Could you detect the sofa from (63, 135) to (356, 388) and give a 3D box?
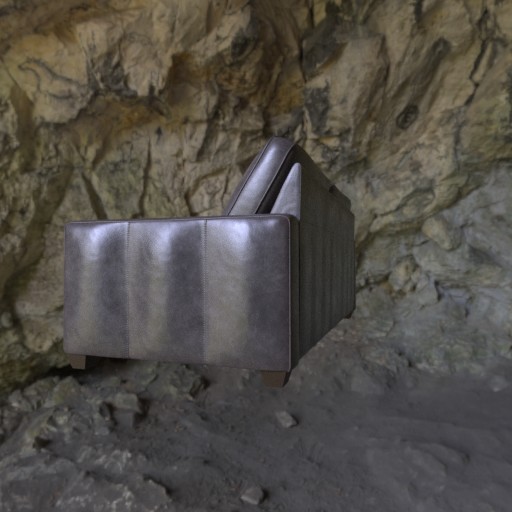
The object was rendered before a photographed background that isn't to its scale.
[{"bbox_3d":[0.000,0.000,2.575,0.939,0.916,2.081,0,-1,19],"label":"sofa"}]
